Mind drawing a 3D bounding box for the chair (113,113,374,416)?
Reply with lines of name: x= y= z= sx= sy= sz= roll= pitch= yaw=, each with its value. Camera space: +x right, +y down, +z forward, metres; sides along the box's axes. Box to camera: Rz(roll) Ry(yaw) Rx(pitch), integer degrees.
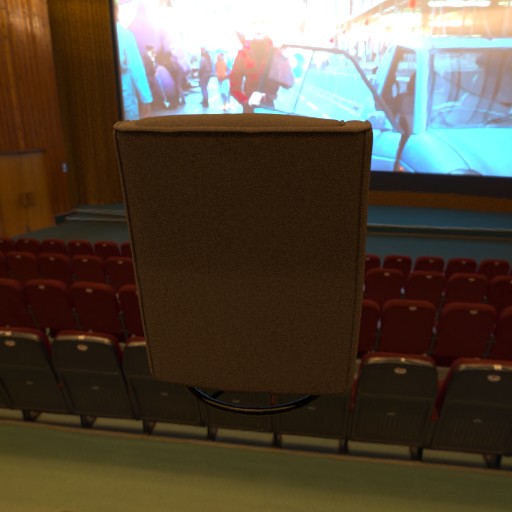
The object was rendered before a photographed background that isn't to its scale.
chair: x=0.000 y=0.000 z=1.619 sx=0.732 sy=0.993 sz=0.879 roll=2 pitch=18 yaw=7
